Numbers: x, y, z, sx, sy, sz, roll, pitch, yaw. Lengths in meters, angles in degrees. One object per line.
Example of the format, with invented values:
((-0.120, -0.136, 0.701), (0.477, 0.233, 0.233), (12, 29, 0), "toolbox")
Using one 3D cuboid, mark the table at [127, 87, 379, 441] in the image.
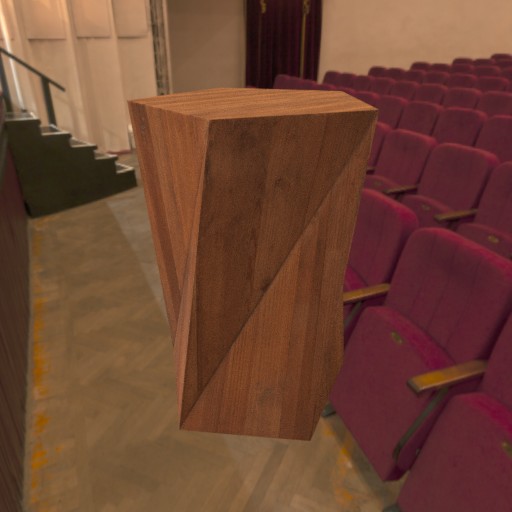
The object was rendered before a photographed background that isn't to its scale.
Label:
((0.000, 0.000, 0.900), (0.425, 0.604, 0.441), (-8, 27, -17), "table")
